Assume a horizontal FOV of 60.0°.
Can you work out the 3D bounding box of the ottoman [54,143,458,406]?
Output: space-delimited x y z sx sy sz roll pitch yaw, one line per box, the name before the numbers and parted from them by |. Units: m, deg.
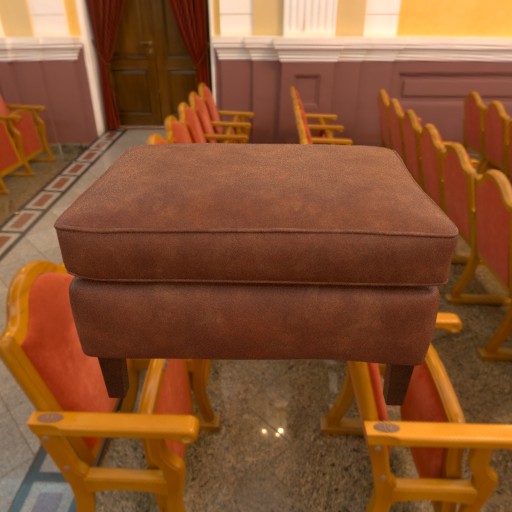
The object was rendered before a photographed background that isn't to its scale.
ottoman | 0.000 0.000 0.970 0.665 0.418 0.501 1 30 2
